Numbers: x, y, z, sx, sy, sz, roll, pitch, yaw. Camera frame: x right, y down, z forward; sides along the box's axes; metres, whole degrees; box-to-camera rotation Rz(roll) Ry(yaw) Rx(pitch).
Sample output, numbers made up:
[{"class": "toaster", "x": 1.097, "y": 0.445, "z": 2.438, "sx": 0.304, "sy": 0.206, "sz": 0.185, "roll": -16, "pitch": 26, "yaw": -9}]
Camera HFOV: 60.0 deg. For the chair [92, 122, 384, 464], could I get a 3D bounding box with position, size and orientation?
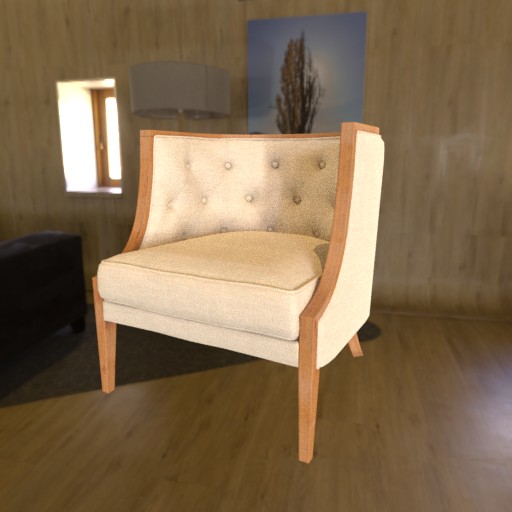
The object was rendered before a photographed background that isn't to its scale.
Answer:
[{"class": "chair", "x": 0.000, "y": 0.000, "z": 1.405, "sx": 0.711, "sy": 0.775, "sz": 0.757, "roll": 7, "pitch": 14, "yaw": 28}]
